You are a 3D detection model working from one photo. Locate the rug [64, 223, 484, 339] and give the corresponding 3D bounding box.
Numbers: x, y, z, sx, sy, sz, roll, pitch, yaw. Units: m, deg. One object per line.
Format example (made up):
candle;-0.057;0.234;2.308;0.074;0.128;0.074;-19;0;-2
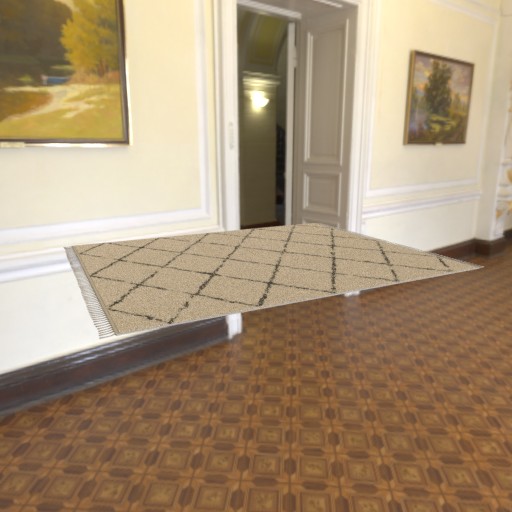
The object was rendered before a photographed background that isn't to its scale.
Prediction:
rug;0.000;0.000;4.012;3.051;0.013;2.380;-7;16;-26
